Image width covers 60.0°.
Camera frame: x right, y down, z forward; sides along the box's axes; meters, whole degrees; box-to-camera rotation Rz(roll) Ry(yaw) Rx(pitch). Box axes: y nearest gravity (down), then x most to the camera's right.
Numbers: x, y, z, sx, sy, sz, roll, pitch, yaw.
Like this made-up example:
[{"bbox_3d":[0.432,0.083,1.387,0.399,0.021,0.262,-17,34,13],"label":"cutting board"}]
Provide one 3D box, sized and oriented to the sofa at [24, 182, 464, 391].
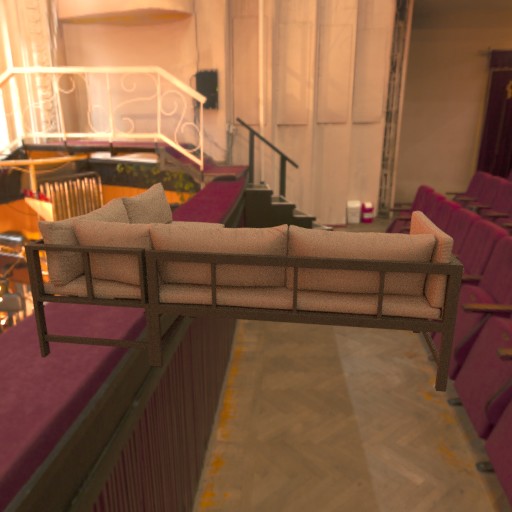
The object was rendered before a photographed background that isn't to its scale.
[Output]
[{"bbox_3d":[0.000,0.000,2.925,2.096,0.758,1.658,3,17,9],"label":"sofa"}]
